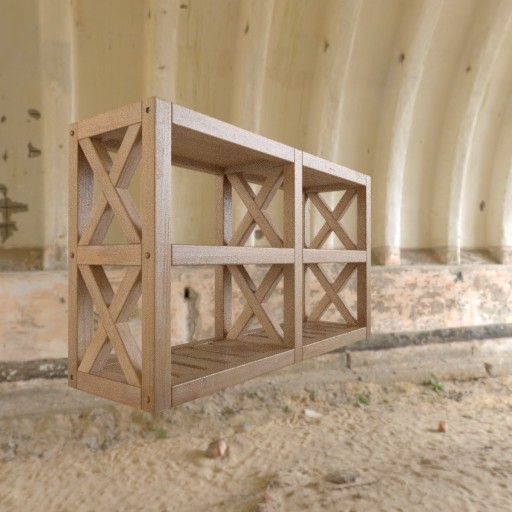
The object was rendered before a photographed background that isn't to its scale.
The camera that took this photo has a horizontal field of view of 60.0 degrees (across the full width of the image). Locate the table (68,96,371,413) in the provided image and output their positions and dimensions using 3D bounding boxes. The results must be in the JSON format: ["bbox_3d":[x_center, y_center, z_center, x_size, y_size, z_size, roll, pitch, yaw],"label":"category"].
[{"bbox_3d":[0.000,0.000,1.694,0.381,0.762,1.320,0,0,37],"label":"table"}]
